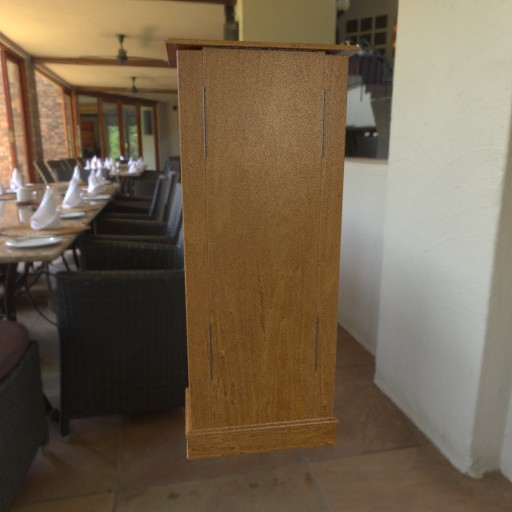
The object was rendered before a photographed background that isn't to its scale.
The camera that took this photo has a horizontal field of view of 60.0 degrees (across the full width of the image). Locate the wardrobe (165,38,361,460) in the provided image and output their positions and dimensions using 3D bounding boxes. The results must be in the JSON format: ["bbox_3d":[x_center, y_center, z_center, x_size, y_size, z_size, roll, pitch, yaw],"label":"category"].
[{"bbox_3d":[0.000,0.000,1.141,0.406,0.959,0.273,-2,13,-9],"label":"wardrobe"}]
